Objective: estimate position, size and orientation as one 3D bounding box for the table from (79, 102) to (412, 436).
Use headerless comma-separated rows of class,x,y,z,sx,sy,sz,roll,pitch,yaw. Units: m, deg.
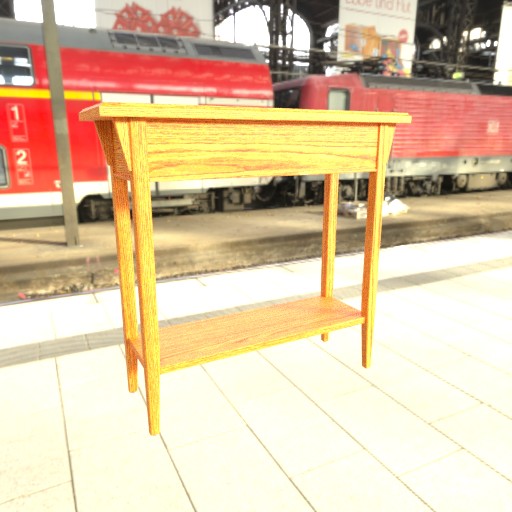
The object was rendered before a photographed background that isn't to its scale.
table,0.000,0.000,1.145,0.762,0.711,0.254,-8,17,-28
